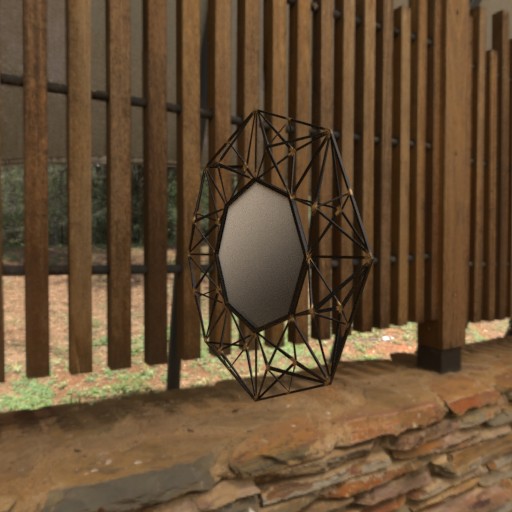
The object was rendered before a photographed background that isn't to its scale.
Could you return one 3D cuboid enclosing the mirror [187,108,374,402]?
[{"bbox_3d":[0.000,0.000,1.075,0.094,0.710,0.710,-1,1,-36],"label":"mirror"}]
